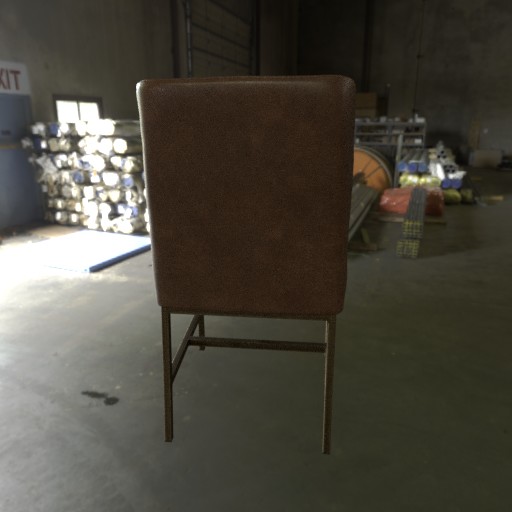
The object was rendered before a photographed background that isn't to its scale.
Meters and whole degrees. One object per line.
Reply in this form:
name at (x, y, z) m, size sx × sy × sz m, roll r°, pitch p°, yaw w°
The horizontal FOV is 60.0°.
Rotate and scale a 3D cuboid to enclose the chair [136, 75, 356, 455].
chair at (0.000, 0.000, 1.242) m, size 0.508 × 0.889 × 0.587 m, roll 2°, pitch 17°, yaw 6°
